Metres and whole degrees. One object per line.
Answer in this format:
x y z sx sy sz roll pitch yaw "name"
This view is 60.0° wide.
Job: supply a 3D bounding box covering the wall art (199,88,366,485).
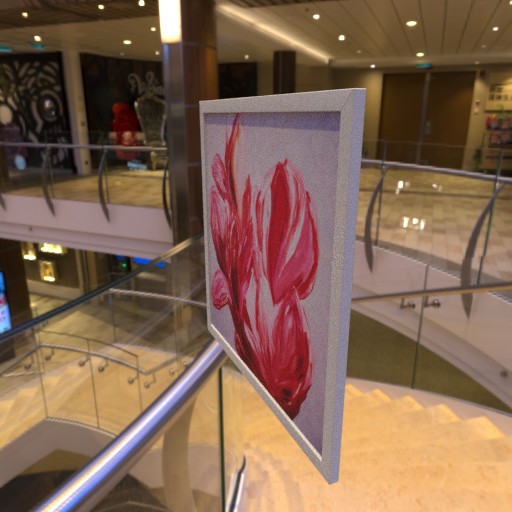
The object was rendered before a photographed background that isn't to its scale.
0.000 0.000 0.979 0.020 0.661 0.664 -8 19 -24 "wall art"
